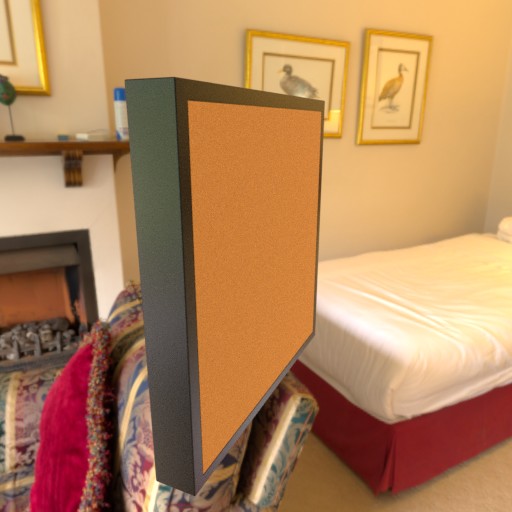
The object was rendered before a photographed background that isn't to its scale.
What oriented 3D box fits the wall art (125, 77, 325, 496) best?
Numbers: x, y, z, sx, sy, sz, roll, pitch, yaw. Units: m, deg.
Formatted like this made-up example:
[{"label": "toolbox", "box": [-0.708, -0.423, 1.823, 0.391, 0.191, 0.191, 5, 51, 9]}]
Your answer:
[{"label": "wall art", "box": [0.000, 0.000, 0.434, 0.037, 0.299, 0.299, 8, 18, 24]}]
